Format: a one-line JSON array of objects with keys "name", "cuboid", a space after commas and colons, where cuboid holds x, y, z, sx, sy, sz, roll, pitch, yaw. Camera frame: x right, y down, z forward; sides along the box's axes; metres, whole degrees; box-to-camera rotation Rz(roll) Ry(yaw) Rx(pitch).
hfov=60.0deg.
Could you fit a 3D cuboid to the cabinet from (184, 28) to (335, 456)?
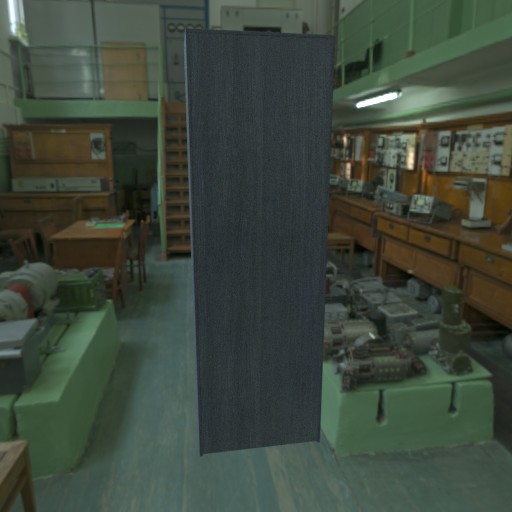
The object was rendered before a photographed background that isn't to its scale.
[{"name": "cabinet", "cuboid": [0.000, 0.000, 1.819, 0.520, 1.630, 0.255, -2, 13, -10]}]
